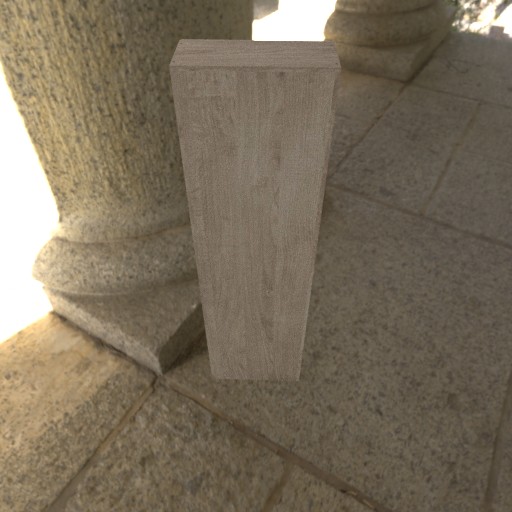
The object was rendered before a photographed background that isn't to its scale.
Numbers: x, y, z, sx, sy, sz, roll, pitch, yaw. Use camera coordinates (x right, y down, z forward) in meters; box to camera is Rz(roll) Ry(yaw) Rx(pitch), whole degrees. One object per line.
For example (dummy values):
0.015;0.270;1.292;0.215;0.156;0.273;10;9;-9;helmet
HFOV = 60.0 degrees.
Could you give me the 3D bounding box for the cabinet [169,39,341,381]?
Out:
0.000;0.000;2.003;0.500;1.790;0.230;1;45;1;cabinet
